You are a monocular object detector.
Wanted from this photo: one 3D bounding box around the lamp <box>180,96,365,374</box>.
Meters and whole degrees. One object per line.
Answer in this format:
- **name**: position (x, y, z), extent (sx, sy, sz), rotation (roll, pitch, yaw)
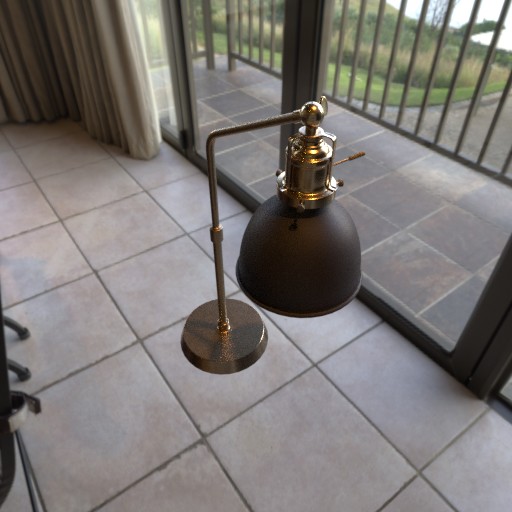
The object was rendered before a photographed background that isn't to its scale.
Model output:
- **lamp**: position (0.000, 0.000, 0.597), extent (0.291, 0.456, 0.160), rotation (25, 48, 25)
